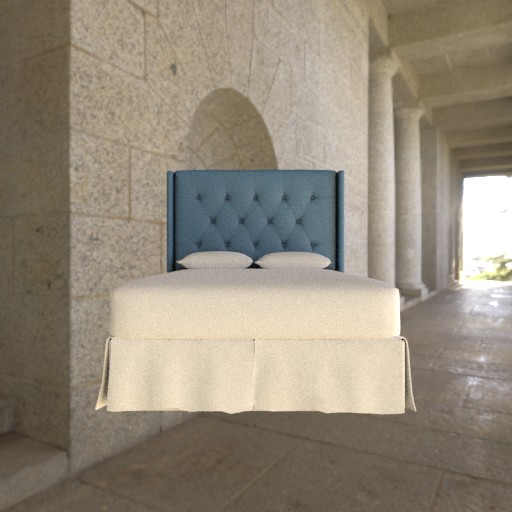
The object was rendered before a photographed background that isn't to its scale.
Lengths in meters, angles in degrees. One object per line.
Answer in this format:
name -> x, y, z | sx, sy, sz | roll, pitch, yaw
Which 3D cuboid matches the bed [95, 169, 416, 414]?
bed -> 0.000, 0.000, 3.348 | 1.719, 1.665, 2.078 | 0, 0, 0
